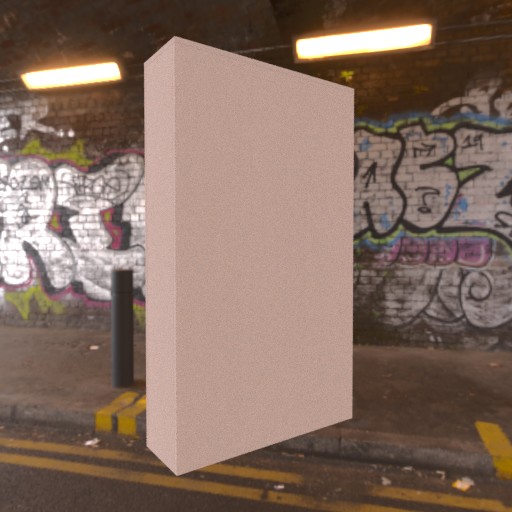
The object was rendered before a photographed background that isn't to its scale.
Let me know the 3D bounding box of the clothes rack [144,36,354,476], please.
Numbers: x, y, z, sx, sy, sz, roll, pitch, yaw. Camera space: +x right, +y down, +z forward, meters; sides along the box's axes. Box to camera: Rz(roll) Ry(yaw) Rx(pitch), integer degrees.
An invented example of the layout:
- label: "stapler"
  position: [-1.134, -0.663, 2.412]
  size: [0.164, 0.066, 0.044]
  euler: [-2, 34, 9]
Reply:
- label: "clothes rack"
  position: [0.000, 0.000, 1.608]
  size: [0.750, 1.280, 0.250]
  euler: [-1, 2, -35]
